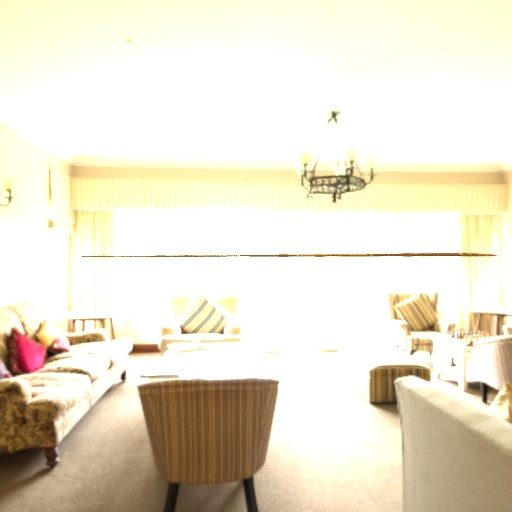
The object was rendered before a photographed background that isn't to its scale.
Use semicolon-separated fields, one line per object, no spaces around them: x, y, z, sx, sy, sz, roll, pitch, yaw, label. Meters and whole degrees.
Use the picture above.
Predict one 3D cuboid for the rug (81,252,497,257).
0.000;0.000;2.659;2.464;0.012;0.773;0;-1;36;rug
